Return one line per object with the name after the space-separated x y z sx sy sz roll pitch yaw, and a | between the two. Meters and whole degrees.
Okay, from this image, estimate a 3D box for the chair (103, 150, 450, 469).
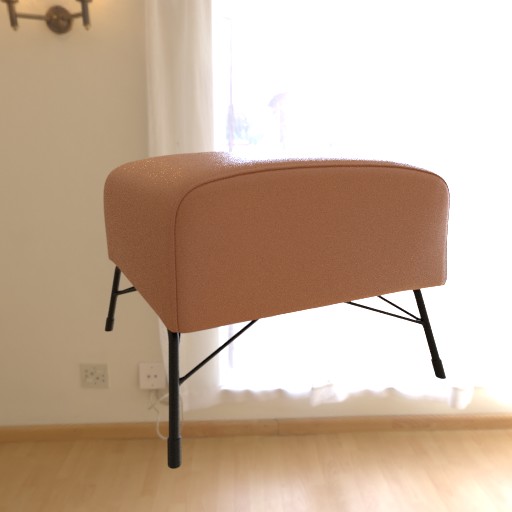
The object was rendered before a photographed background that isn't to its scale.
0.000 0.000 0.884 0.530 0.410 0.530 -7 15 -27 | chair
